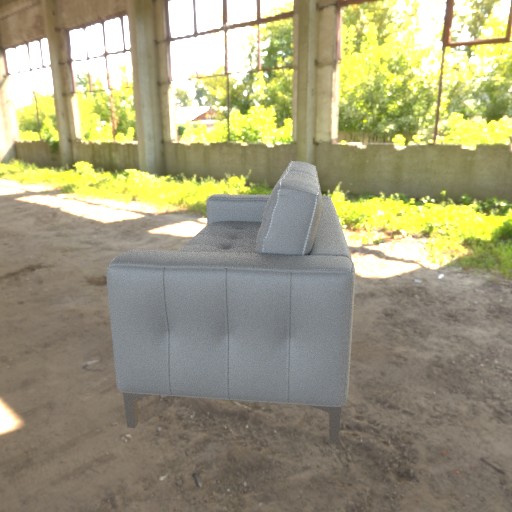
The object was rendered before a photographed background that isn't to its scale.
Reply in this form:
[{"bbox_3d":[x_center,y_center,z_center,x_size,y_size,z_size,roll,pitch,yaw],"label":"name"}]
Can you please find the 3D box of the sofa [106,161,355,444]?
[{"bbox_3d":[0.000,0.000,2.268,0.833,0.892,1.726,2,16,6],"label":"sofa"}]
